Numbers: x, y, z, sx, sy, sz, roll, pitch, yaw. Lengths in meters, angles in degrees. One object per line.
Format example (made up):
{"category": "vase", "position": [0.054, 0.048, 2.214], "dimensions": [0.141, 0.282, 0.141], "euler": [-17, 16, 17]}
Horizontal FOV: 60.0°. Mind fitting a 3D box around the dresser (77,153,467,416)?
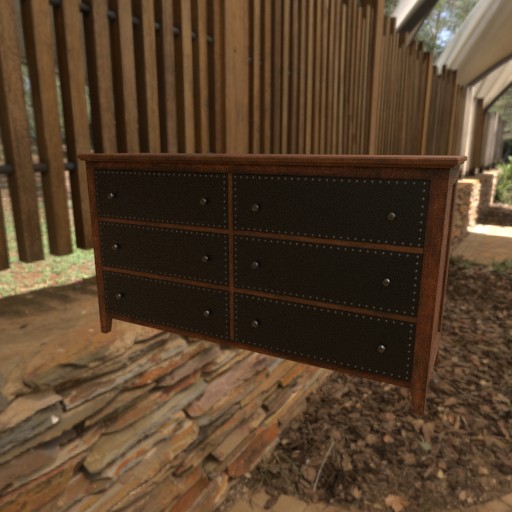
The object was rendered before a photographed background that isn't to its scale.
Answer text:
{"category": "dresser", "position": [0.000, 0.000, 1.916], "dimensions": [1.551, 0.856, 0.463], "euler": [7, 16, 27]}
